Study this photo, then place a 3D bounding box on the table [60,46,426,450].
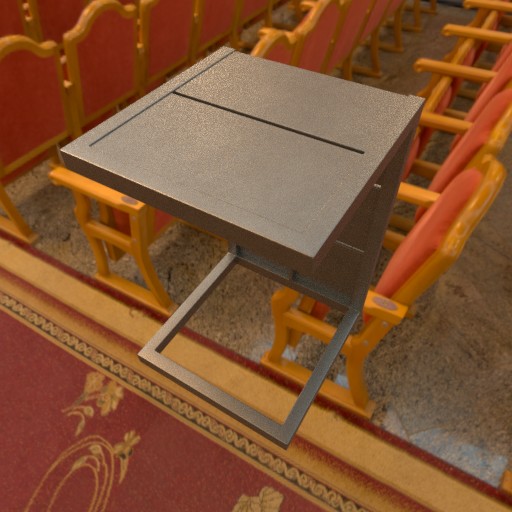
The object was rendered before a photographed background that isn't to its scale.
[{"bbox_3d":[0.000,0.000,0.907,0.405,0.609,0.420,24,52,21],"label":"table"}]
